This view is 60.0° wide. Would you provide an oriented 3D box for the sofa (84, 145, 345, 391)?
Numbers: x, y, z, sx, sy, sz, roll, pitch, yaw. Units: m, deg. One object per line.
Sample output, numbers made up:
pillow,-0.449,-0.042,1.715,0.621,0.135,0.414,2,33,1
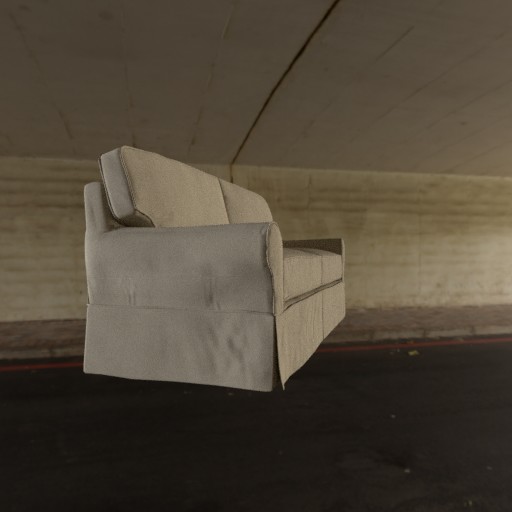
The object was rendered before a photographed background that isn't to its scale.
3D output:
sofa,0.000,0.000,2.784,0.900,1.014,2.246,0,0,18
